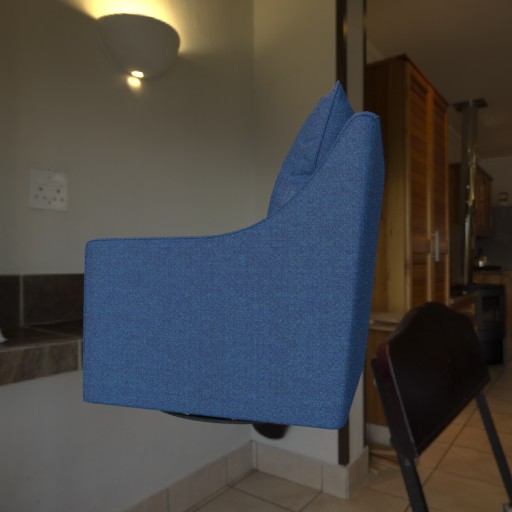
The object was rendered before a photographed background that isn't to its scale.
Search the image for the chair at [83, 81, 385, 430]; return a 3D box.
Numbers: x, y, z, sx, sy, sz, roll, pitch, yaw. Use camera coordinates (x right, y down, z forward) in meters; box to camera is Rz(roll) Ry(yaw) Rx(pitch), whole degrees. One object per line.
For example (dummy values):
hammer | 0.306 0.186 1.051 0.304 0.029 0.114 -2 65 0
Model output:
chair | 0.000 0.000 1.567 0.870 0.939 0.750 0 -1 17
